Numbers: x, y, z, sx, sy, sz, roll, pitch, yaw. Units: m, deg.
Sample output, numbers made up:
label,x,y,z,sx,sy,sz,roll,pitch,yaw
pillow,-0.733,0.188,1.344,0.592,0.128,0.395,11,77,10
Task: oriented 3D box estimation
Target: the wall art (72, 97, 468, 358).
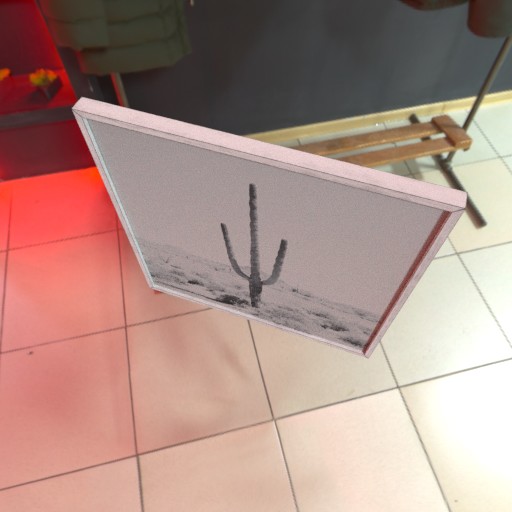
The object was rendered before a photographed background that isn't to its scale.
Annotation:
label,x,y,z,sx,sy,sz,roll,pitch,yaw
wall art,0.000,0.000,1.146,0.762,0.762,0.038,16,60,10
